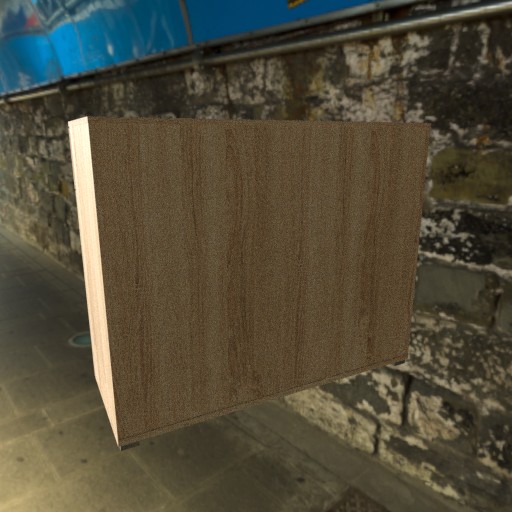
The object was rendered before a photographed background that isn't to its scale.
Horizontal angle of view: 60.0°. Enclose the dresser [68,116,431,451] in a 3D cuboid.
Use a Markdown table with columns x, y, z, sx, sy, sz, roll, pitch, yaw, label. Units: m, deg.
| x | y | z | sx | sy | sz | roll | pitch | yaw | label |
| --- | --- | --- | --- | --- | --- | --- | --- | --- | --- |
| 0.000 | 0.000 | 1.560 | 1.100 | 0.900 | 0.450 | -8 | 17 | -27 | dresser |
